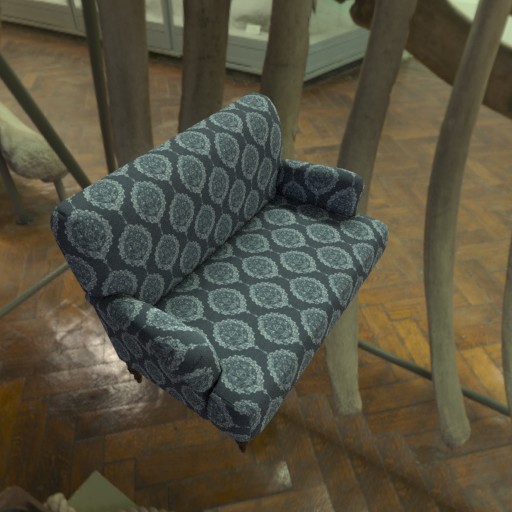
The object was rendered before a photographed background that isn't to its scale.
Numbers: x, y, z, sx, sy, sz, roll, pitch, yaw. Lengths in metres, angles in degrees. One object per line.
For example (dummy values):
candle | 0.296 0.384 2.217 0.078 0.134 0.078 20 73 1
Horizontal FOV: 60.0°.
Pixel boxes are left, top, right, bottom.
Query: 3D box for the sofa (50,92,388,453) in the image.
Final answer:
sofa | 0.000 0.000 1.841 0.779 0.867 1.297 24 47 24
